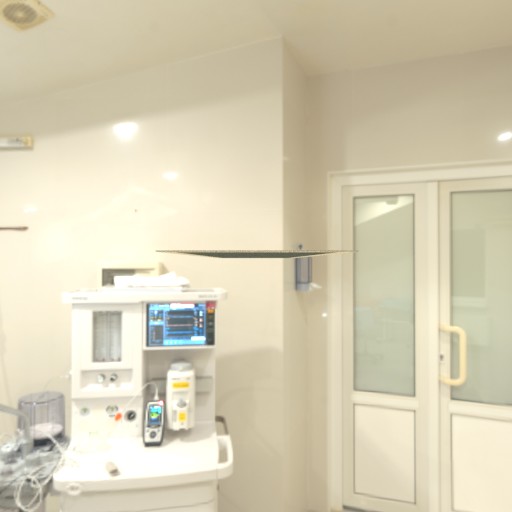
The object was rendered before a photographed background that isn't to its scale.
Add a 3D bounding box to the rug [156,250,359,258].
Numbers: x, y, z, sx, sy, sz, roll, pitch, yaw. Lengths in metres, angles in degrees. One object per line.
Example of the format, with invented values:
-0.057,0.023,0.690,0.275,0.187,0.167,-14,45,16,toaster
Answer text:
0.000,0.000,2.712,0.688,0.005,2.437,0,-1,0,rug
